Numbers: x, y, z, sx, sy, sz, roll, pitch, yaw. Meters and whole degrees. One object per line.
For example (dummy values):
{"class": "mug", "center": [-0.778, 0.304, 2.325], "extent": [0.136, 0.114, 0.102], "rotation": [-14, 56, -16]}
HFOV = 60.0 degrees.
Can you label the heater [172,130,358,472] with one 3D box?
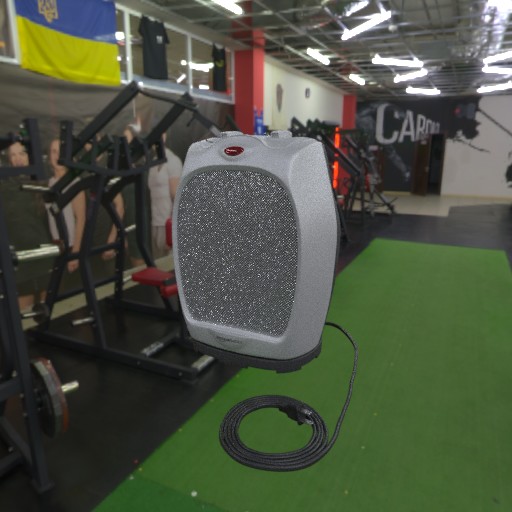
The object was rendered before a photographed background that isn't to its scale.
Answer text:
{"class": "heater", "center": [0.000, 0.000, 0.463], "extent": [0.239, 0.255, 0.291], "rotation": [7, 16, 27]}
